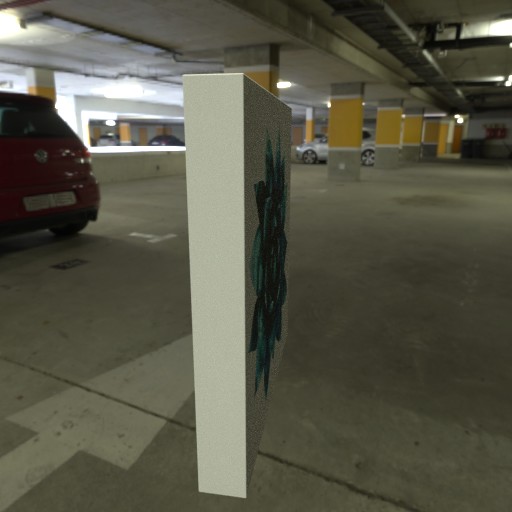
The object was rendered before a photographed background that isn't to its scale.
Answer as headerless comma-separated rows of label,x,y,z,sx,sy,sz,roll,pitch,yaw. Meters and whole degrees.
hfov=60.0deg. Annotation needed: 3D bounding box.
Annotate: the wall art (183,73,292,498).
wall art,0.000,0.000,0.450,0.038,0.305,0.305,3,15,10
